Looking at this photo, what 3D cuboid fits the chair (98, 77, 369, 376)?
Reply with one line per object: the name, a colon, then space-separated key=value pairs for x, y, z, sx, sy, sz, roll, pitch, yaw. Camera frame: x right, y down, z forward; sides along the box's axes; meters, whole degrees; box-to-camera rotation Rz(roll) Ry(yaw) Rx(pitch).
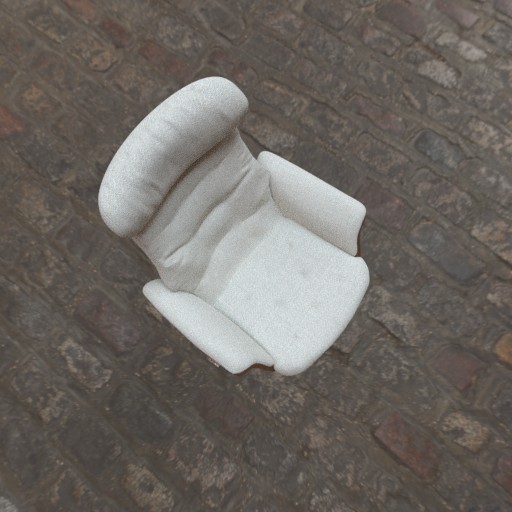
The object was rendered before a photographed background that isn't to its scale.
chair: x=0.000 y=0.000 z=1.613 sx=0.837 sy=0.995 sz=0.785 roll=38 pitch=78 yaw=10
